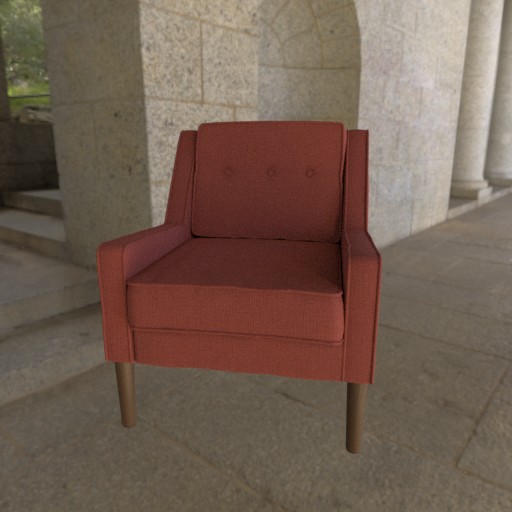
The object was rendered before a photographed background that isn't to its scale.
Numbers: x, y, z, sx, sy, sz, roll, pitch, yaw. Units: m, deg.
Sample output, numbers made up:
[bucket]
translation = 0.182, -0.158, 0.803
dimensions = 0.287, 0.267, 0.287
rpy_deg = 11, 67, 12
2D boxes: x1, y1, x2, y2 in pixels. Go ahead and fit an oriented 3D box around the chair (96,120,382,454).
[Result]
[chair]
translation = 0.000, 0.000, 1.354
dimensions = 0.680, 0.812, 0.770
rpy_deg = 2, 15, 9
